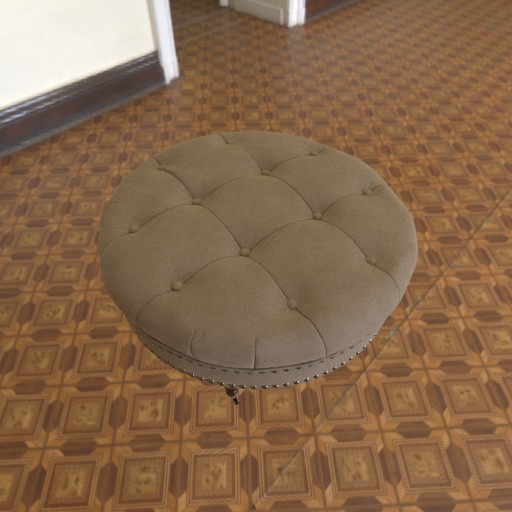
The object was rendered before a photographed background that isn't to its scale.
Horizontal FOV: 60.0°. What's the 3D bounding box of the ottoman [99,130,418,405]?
[{"bbox_3d":[0.000,0.000,1.373,0.901,0.439,0.901,0,46,0],"label":"ottoman"}]
